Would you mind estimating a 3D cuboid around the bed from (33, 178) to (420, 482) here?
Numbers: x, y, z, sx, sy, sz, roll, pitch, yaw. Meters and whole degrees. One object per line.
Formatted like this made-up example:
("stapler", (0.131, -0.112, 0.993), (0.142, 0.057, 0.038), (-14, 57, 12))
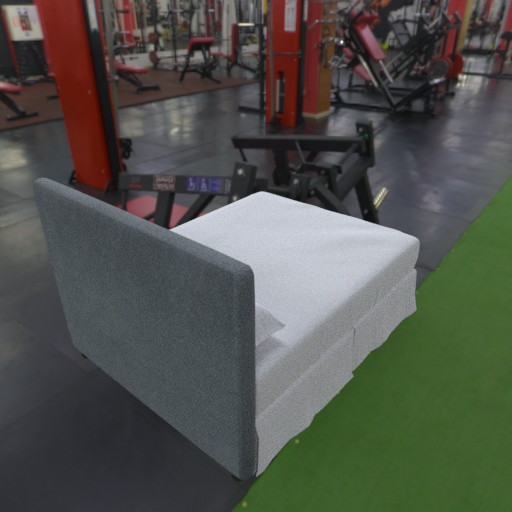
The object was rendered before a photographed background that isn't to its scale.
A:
("bed", (0.000, 0.000, 3.123), (1.713, 1.330, 2.142), (22, 36, 34))
